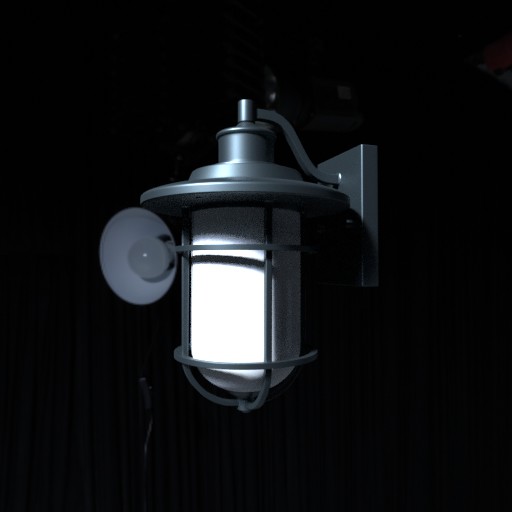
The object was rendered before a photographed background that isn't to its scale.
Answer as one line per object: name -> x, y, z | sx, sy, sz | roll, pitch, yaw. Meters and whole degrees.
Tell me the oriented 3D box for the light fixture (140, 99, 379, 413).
light fixture -> 0.000, 0.000, 0.497 | 0.252, 0.345, 0.222 | 1, -2, -20
